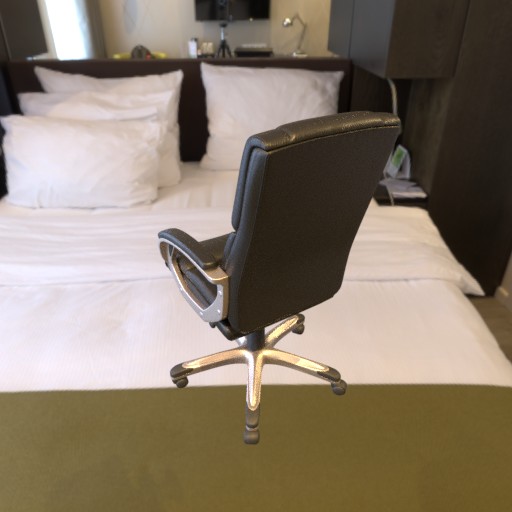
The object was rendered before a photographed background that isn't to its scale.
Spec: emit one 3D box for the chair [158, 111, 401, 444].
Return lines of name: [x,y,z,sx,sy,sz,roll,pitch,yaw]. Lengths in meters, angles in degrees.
chair: [0.000,0.000,1.657,0.700,1.145,0.780,-18,35,-29]
